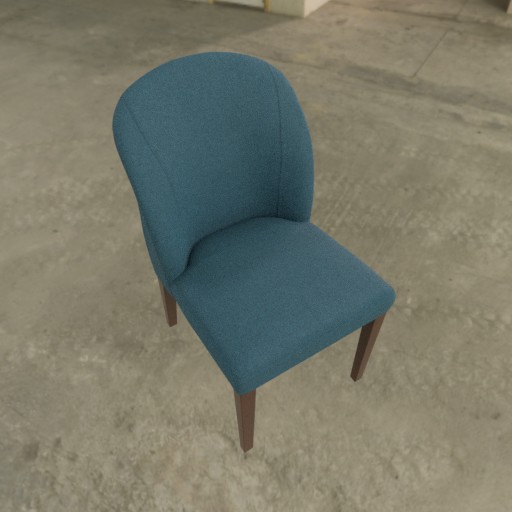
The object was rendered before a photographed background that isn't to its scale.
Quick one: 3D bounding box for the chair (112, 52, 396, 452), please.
[{"bbox_3d":[0.000,0.000,1.216,0.507,0.879,0.620,-24,50,-22],"label":"chair"}]
